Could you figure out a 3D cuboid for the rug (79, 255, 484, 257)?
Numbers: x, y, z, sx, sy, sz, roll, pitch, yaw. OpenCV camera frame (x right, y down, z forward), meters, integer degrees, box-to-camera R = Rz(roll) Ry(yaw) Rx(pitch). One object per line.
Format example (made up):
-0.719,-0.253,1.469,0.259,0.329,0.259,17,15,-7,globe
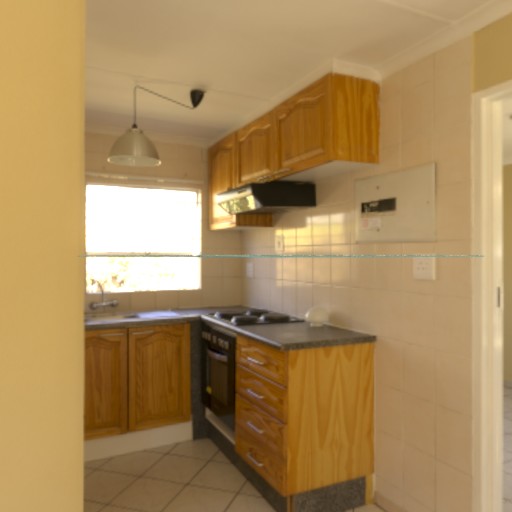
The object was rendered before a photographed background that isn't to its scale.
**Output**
0.000,0.000,4.056,2.363,0.012,2.980,0,0,-36,rug
